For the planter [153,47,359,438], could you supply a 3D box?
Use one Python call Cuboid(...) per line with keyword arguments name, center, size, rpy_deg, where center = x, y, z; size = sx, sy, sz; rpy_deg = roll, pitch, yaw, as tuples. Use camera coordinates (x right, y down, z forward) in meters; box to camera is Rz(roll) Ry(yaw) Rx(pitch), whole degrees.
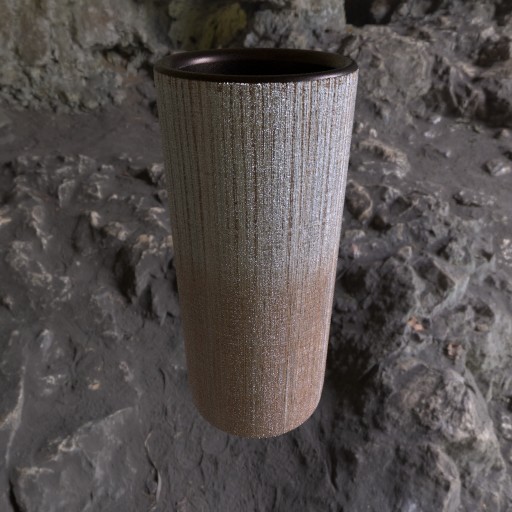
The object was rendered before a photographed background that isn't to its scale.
Cuboid(name="planter", center=(0.000, 0.000, 0.278), size=(0.100, 0.227, 0.100), rpy_deg=(-21, 37, -30))
